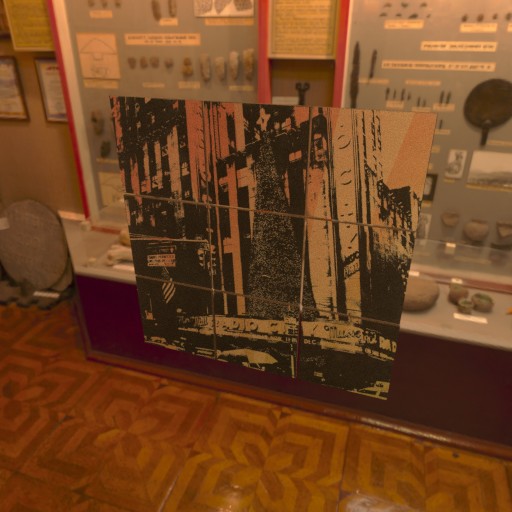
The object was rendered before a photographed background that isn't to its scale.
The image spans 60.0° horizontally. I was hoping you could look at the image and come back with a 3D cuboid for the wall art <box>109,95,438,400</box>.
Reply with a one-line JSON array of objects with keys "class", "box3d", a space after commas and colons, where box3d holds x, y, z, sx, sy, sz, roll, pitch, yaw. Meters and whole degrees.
[{"class": "wall art", "box3d": [0.000, 0.000, 1.847, 1.216, 1.216, 0.013, 9, 29, 17]}]
